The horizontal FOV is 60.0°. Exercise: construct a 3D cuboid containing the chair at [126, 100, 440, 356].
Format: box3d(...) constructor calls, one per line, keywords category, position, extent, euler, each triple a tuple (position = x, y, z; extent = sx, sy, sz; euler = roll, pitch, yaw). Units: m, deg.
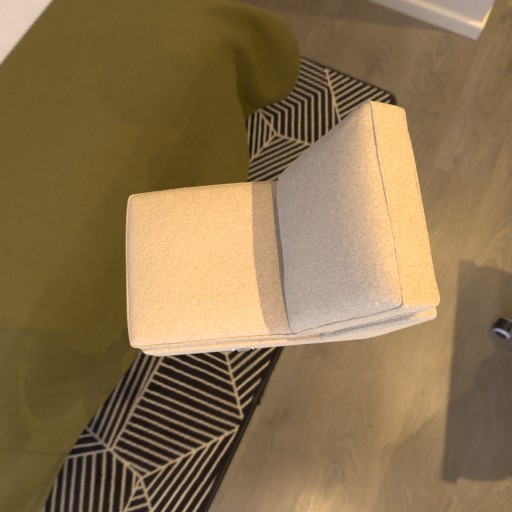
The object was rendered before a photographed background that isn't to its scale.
box3d(category="chair", position=(0.000, 0.000, 1.717), extent=(1.020, 1.058, 0.674), euler=(-5, 75, -1))
